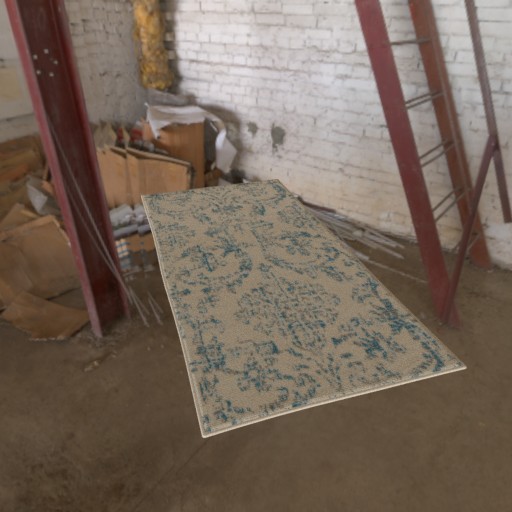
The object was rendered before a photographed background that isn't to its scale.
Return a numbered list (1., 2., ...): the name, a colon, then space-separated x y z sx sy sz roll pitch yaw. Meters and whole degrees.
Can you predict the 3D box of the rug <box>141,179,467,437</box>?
1. rug: 0.000 0.000 1.413 0.605 0.007 1.220 -9 32 -15
